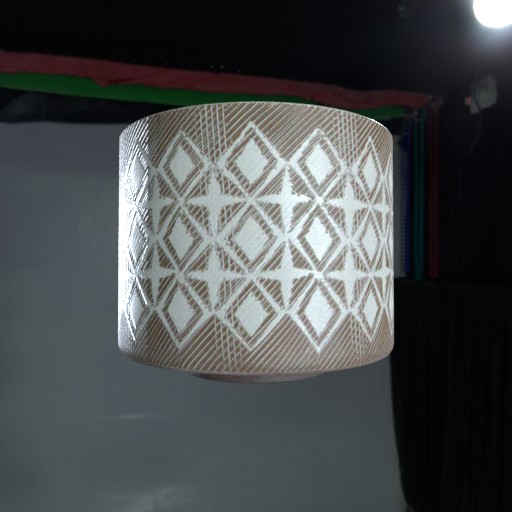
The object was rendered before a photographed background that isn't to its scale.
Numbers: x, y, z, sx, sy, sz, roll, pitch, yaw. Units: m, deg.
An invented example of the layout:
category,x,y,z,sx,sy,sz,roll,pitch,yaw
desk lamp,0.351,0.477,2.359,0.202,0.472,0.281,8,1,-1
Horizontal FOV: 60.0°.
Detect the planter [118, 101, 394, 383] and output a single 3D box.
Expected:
category,x,y,z,sx,sy,sz,roll,pitch,yaw
planter,0.000,0.000,0.214,0.126,0.104,0.126,0,-1,0
